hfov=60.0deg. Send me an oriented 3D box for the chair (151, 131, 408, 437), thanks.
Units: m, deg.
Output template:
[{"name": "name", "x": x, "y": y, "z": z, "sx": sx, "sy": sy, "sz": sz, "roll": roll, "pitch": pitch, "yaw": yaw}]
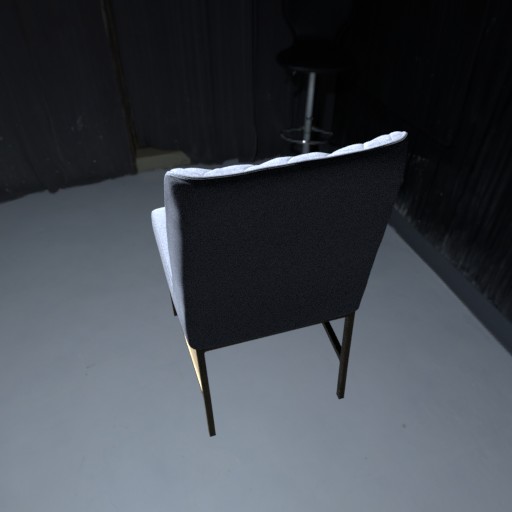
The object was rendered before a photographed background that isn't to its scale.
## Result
[{"name": "chair", "x": 0.000, "y": 0.000, "z": 1.218, "sx": 0.508, "sy": 0.889, "sz": 0.587, "roll": -11, "pitch": 43, "yaw": -13}]
